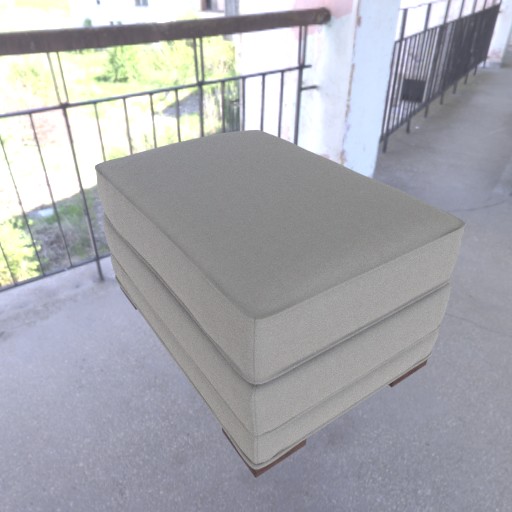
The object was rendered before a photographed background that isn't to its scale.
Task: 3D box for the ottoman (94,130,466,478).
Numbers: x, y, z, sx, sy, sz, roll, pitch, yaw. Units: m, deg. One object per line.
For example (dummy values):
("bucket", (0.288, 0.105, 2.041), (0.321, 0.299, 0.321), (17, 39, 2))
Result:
("ottoman", (0.000, 0.000, 1.220), (0.611, 0.482, 0.848), (-21, 38, -28))
